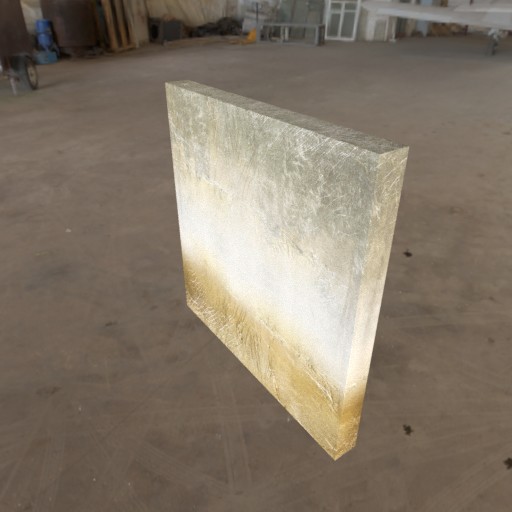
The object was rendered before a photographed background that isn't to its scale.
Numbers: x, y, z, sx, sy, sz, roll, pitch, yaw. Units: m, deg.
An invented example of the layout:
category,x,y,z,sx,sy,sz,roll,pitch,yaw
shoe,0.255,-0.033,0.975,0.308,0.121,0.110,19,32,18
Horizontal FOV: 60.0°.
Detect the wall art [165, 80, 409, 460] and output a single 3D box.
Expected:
category,x,y,z,sx,sy,sz,roll,pitch,yaw
wall art,0.000,0.000,0.620,0.038,0.407,0.405,-20,36,-30
